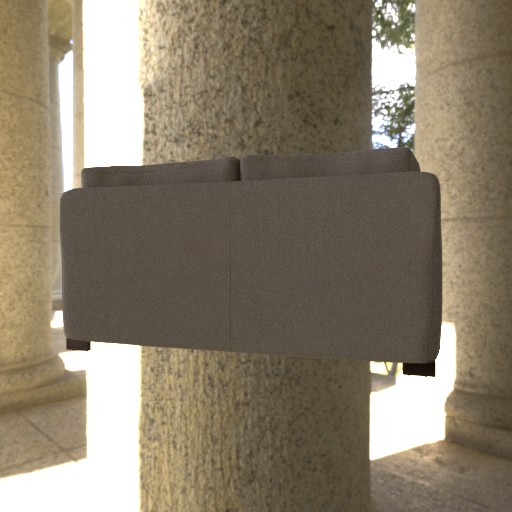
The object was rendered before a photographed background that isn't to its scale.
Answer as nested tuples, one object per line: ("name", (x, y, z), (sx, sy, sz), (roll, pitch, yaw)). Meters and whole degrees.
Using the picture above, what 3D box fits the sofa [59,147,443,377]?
("sofa", (0.000, 0.000, 2.477), (1.855, 0.980, 0.962), (0, 1, 17))
